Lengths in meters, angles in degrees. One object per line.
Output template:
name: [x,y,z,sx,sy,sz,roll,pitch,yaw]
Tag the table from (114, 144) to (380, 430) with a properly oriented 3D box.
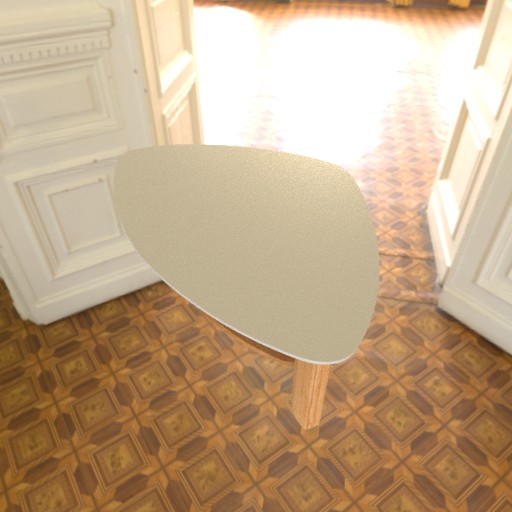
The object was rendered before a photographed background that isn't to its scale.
table: [0.000,0.000,1.653,0.850,0.440,1.250,-25,47,-26]
